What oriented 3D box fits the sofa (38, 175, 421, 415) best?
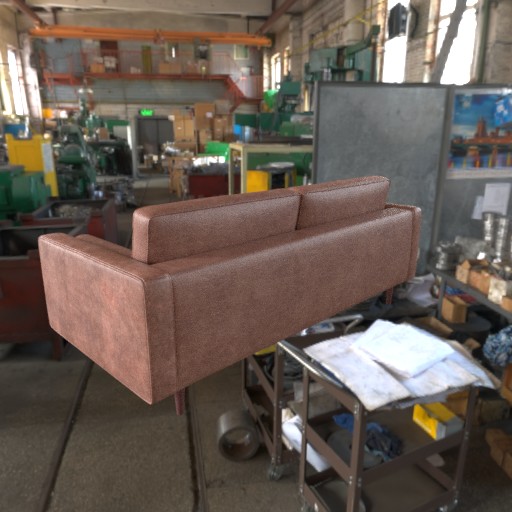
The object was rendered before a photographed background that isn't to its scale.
[{"bbox_3d":[0.000,0.000,2.315,1.870,0.760,0.910,-15,22,-43],"label":"sofa"}]
